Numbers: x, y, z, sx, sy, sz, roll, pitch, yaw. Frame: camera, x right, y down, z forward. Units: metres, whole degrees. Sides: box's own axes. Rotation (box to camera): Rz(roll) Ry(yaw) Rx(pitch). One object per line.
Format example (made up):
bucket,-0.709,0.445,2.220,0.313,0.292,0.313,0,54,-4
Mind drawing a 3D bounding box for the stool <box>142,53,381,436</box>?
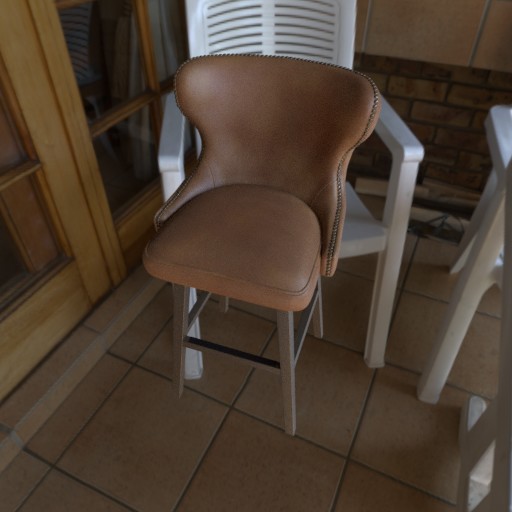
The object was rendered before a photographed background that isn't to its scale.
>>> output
stool,0.000,0.000,1.446,0.591,1.087,0.606,13,43,14
